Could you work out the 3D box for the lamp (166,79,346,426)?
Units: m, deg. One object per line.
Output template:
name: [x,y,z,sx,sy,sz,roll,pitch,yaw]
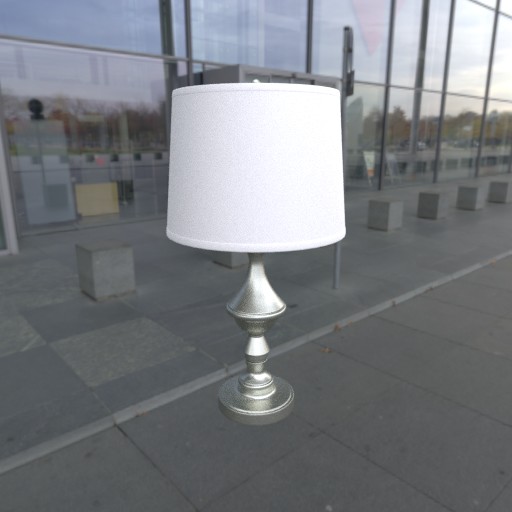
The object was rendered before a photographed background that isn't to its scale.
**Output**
lamp: [0.000,0.000,0.981,0.383,0.733,0.383,0,15,0]
